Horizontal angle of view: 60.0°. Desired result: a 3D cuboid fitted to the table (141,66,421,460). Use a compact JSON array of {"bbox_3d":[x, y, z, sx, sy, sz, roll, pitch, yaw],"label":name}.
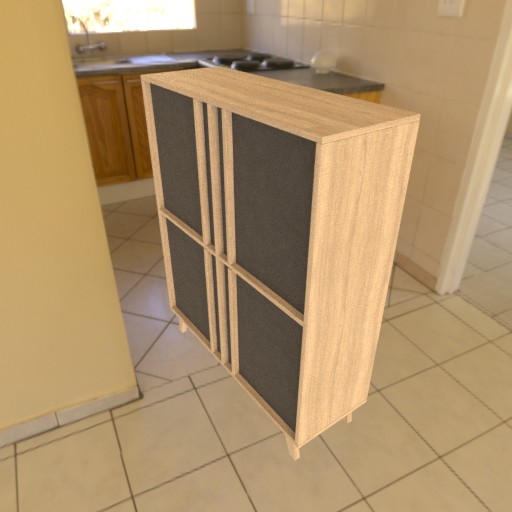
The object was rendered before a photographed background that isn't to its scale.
[{"bbox_3d":[0.000,0.000,1.952,0.398,1.388,1.111,-21,37,-30],"label":"table"}]
